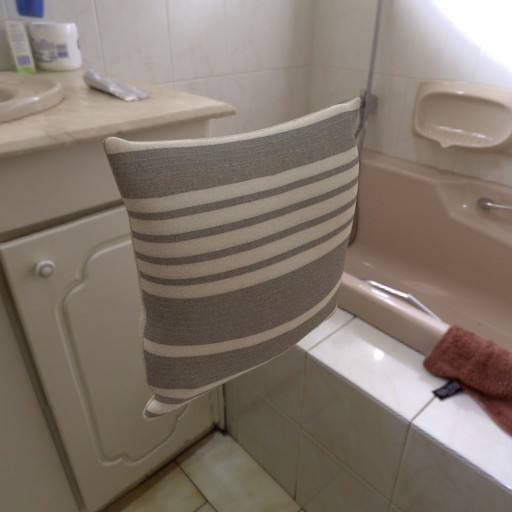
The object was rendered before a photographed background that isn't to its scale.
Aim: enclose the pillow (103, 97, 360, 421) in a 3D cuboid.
[{"bbox_3d":[0.000,0.000,0.694,0.439,0.440,0.182,-22,37,-34],"label":"pillow"}]
